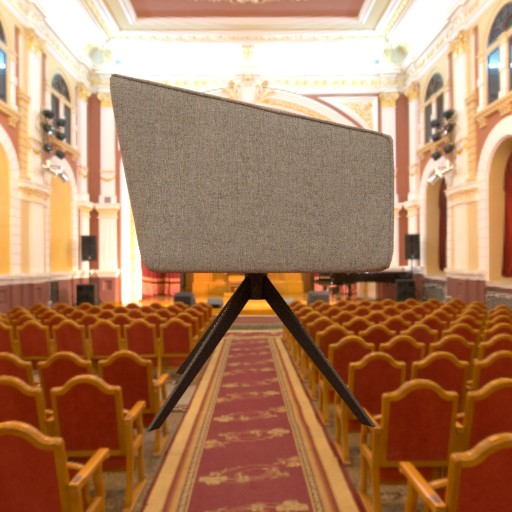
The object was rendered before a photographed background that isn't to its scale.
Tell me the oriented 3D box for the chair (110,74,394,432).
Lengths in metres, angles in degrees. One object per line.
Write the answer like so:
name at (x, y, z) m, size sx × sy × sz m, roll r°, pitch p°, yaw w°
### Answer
chair at (0.000, 0.000, 1.220) m, size 0.623 × 0.760 × 0.628 m, roll 0°, pitch -1°, yaw 0°
